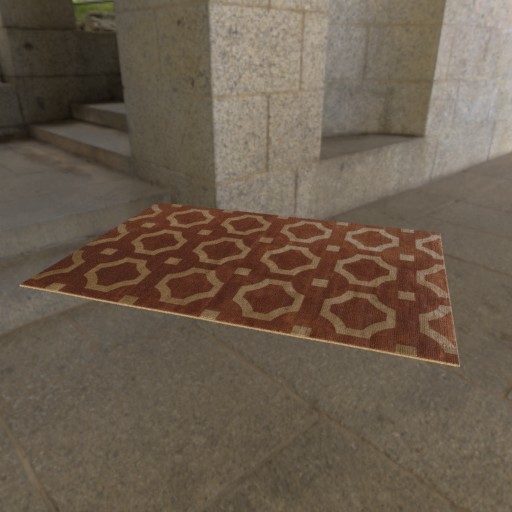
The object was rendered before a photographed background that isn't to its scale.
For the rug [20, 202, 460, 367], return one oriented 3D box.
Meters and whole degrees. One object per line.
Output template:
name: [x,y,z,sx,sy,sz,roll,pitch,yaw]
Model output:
rug: [0.000,0.000,2.835,2.286,0.016,1.555,8,26,16]
